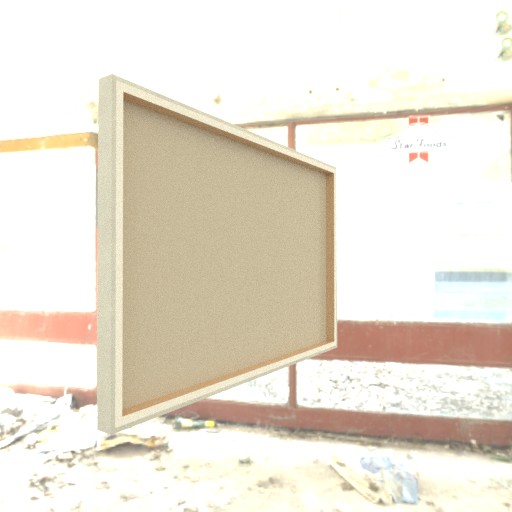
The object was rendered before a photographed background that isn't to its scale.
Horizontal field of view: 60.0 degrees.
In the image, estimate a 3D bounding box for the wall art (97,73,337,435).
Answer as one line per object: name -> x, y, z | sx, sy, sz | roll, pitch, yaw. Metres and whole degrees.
wall art -> 0.000, 0.000, 1.136 | 0.038, 0.610, 0.915 | 0, -1, 35
